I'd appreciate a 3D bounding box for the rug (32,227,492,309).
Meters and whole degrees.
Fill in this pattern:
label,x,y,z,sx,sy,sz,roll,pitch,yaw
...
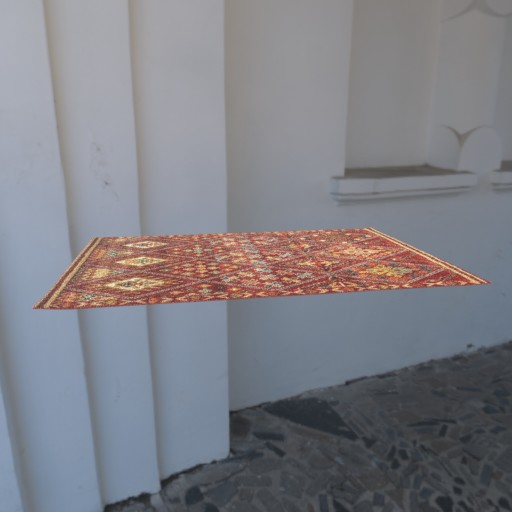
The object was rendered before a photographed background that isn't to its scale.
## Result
label,x,y,z,sx,sy,sz,roll,pitch,yaw
rug,0.000,0.000,2.873,2.286,0.026,1.521,-3,15,-10
